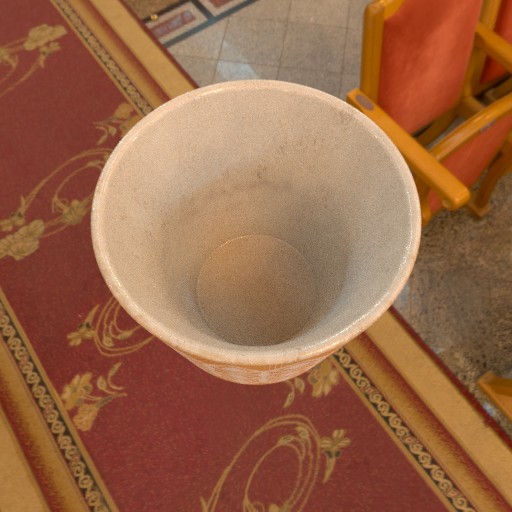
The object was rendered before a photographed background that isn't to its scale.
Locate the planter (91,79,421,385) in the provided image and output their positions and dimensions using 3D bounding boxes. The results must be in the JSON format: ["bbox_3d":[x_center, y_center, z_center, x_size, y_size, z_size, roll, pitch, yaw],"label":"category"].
[{"bbox_3d":[0.000,0.000,0.218,0.126,0.104,0.126,0,65,0],"label":"planter"}]
